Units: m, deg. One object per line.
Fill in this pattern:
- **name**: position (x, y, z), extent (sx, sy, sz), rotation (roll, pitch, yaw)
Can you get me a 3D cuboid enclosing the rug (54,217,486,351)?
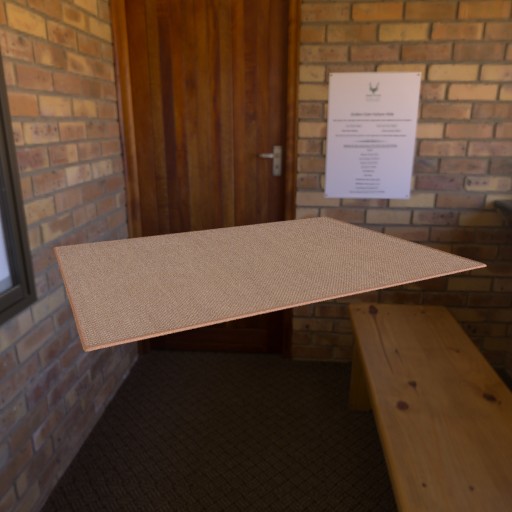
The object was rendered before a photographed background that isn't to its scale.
- **rug**: position (0.000, 0.000, 2.661), extent (2.134, 0.013, 1.524), rotation (-8, 18, -26)
